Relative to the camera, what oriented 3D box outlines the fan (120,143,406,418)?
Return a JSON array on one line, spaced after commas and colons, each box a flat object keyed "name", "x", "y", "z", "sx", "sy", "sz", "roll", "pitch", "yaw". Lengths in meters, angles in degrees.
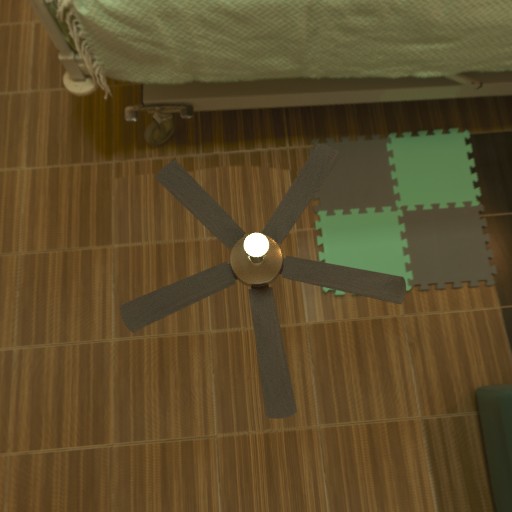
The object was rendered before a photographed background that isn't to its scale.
[{"name": "fan", "x": 0.000, "y": 0.000, "z": 2.009, "sx": 1.321, "sy": 0.356, "sz": 1.321, "roll": -33, "pitch": 77, "yaw": -8}]
